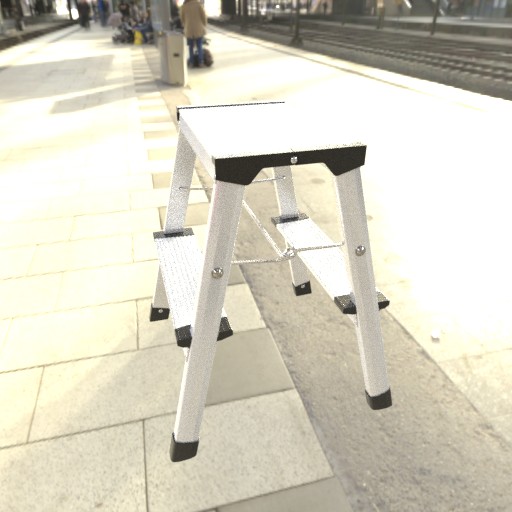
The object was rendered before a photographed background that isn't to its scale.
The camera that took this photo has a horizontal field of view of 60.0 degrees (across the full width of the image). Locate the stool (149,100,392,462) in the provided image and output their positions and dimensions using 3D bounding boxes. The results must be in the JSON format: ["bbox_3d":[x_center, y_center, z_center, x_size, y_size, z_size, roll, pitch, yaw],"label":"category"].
[{"bbox_3d":[0.000,0.000,0.808,0.405,0.480,0.404,-8,31,-15],"label":"stool"}]
